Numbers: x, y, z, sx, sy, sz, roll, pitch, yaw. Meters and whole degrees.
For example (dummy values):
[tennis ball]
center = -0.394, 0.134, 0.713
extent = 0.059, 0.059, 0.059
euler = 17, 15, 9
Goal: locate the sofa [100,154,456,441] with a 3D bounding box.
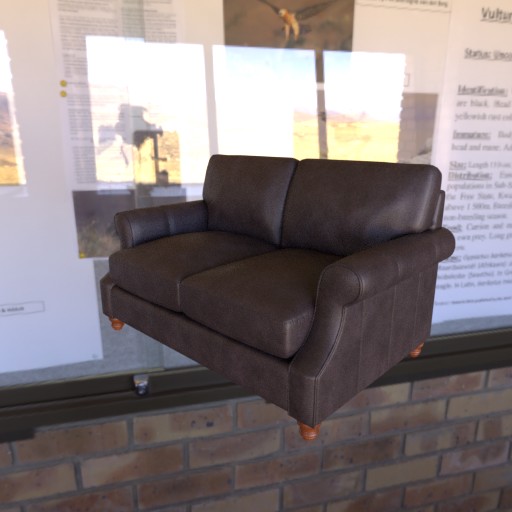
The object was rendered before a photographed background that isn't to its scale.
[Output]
[sofa]
center = 0.000, 0.000, 2.324
extent = 1.663, 0.979, 1.030
euler = 14, 21, 42
